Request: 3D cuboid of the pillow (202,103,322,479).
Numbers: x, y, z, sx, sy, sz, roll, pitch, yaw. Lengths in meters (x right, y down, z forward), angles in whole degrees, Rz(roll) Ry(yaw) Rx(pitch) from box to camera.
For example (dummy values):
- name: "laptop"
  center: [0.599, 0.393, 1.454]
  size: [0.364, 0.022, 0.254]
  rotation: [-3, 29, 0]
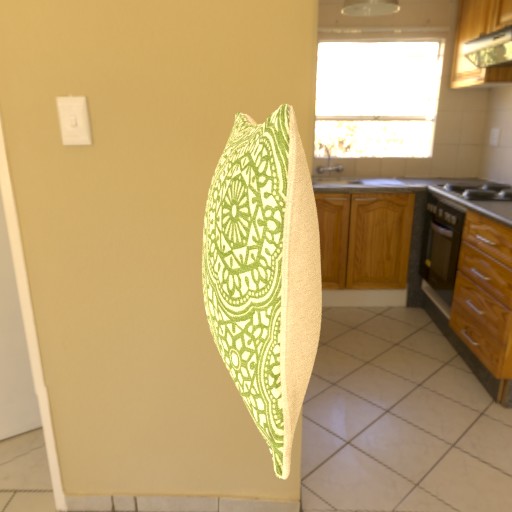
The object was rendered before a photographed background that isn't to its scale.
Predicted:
- name: "pillow"
  center: [0.000, 0.000, 0.664]
  size: [0.162, 0.419, 0.440]
  rotation: [-2, 17, -8]
